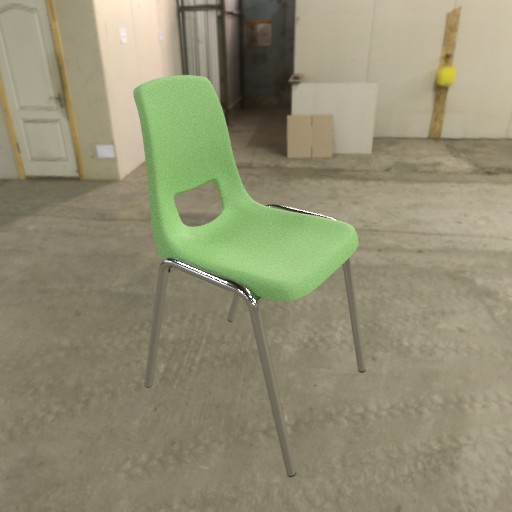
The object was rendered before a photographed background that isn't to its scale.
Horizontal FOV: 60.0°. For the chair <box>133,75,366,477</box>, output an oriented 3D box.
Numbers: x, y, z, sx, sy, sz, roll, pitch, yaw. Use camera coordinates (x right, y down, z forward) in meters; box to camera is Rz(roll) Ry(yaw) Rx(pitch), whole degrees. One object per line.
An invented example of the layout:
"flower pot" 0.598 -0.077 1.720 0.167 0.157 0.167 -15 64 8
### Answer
"chair" 0.000 0.000 0.958 0.436 0.704 0.381 17 32 30
